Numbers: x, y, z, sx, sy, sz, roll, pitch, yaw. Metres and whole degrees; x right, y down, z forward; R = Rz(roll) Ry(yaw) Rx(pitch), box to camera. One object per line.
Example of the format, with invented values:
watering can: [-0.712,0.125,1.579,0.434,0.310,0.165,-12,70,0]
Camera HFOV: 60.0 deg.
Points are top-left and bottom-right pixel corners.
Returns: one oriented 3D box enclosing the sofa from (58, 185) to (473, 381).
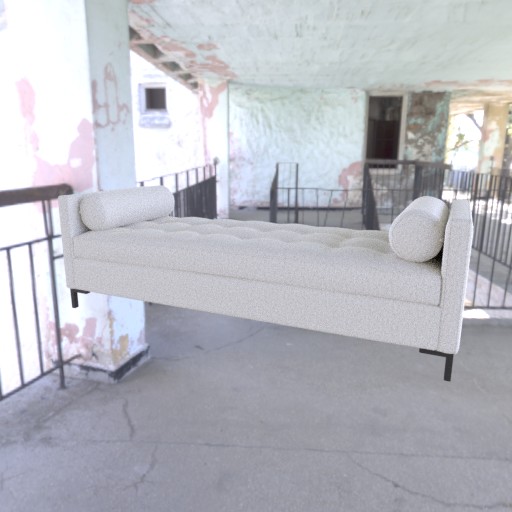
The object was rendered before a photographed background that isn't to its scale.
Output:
sofa: [0.000,0.000,2.313,1.985,0.641,0.746,6,15,24]
